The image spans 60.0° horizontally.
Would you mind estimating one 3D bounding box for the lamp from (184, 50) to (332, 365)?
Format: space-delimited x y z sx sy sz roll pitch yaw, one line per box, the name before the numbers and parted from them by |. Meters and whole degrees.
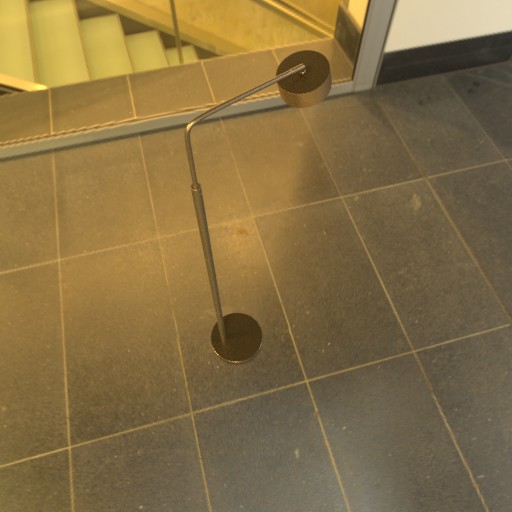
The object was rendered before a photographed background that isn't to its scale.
lamp | 0.000 0.000 1.403 0.418 1.230 0.219 -31 64 -17
